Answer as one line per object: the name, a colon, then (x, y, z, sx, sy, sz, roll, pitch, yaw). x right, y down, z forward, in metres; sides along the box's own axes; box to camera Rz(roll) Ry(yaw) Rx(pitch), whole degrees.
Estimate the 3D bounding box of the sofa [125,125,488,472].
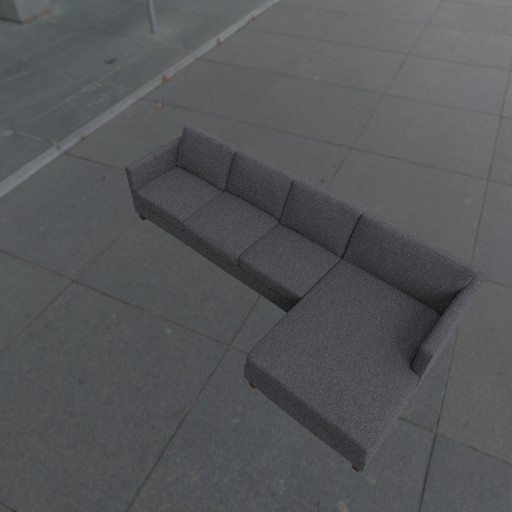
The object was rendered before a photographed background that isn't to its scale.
sofa: (0.000, 0.000, 3.768, 3.186, 0.846, 1.625, 32, 54, 27)
